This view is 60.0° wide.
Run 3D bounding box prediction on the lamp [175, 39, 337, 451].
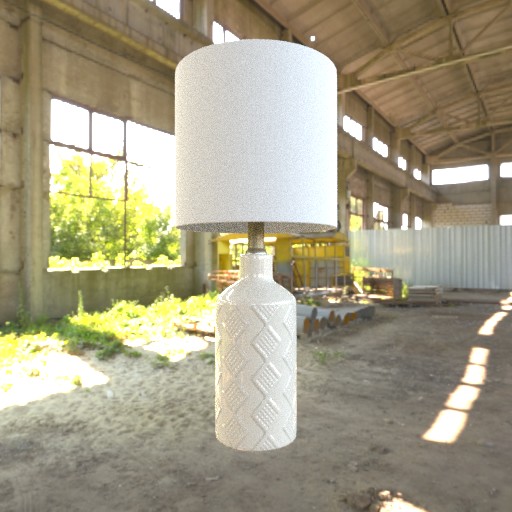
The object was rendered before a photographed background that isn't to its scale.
[{"bbox_3d":[0.000,0.000,0.573,0.207,0.461,0.207,0,-1,-1],"label":"lamp"}]
